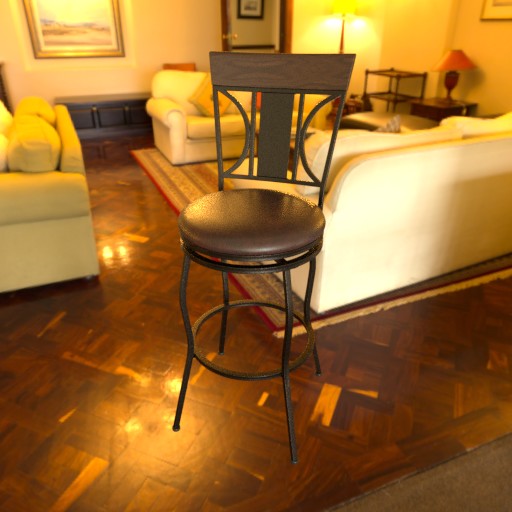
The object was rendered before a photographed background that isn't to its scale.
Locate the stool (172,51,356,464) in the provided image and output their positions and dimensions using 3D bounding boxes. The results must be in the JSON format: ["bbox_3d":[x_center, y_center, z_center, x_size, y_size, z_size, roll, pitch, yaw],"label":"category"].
[{"bbox_3d":[0.000,0.000,1.377,0.448,1.130,0.513,8,29,16],"label":"stool"}]
